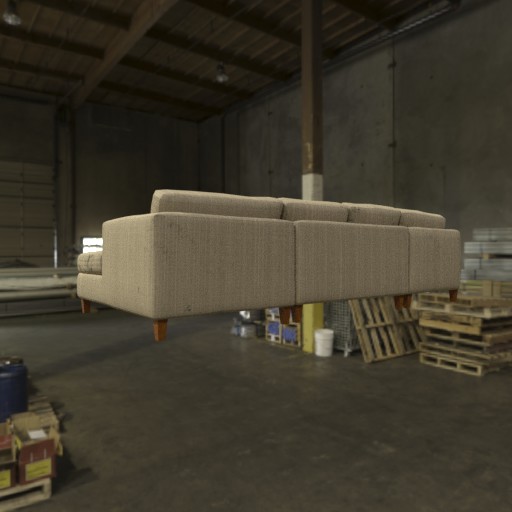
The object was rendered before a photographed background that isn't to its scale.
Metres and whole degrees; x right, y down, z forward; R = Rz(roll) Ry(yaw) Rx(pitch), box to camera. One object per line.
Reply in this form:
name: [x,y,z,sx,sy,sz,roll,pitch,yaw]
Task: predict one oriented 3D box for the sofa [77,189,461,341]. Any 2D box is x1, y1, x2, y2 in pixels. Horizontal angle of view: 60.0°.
sofa: [0.000,0.000,4.598,3.460,0.961,2.594,0,1,-37]
